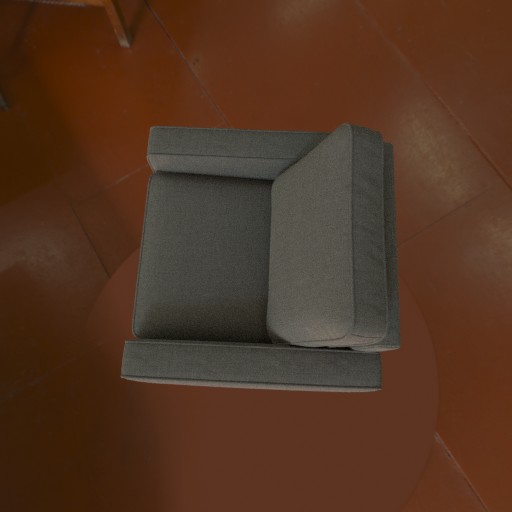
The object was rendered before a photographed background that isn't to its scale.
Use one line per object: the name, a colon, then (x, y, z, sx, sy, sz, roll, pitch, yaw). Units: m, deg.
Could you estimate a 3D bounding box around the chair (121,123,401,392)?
chair: (0.000, 0.000, 1.766, 0.940, 0.919, 1.017, 2, 75, 1)
